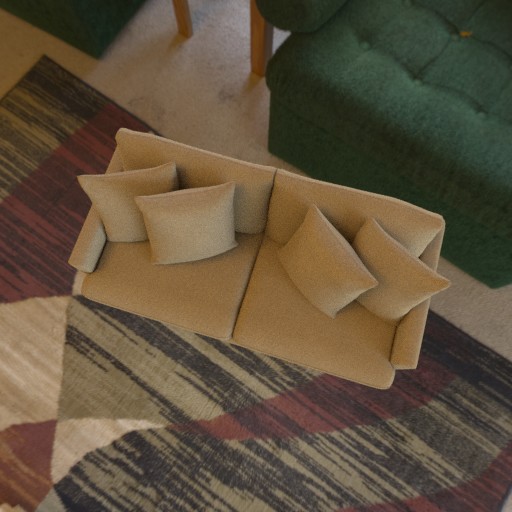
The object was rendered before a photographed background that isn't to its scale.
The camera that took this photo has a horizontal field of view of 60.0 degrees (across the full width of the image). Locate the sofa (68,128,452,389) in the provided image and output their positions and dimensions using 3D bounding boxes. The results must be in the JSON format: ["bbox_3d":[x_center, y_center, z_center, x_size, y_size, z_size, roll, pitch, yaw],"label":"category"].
[{"bbox_3d":[0.000,0.000,3.079,2.380,1.084,1.228,16,76,4],"label":"sofa"}]
